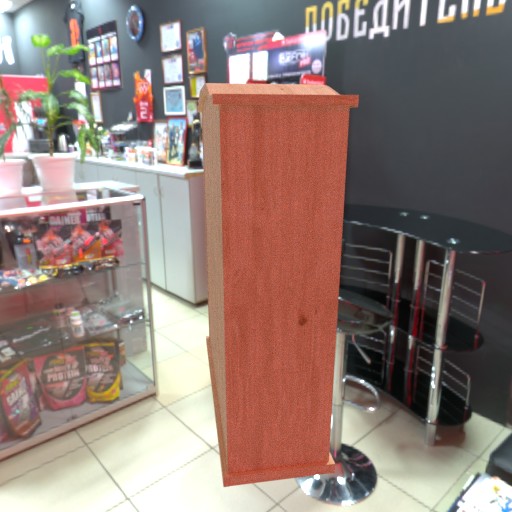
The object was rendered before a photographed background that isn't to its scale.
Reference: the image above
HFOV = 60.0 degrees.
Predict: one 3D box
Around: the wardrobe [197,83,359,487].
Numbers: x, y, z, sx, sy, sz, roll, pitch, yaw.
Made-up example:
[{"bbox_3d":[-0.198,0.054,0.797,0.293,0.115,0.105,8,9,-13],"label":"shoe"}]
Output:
[{"bbox_3d":[0.000,0.000,2.631,0.570,1.870,1.500,-3,17,-9],"label":"wardrobe"}]
